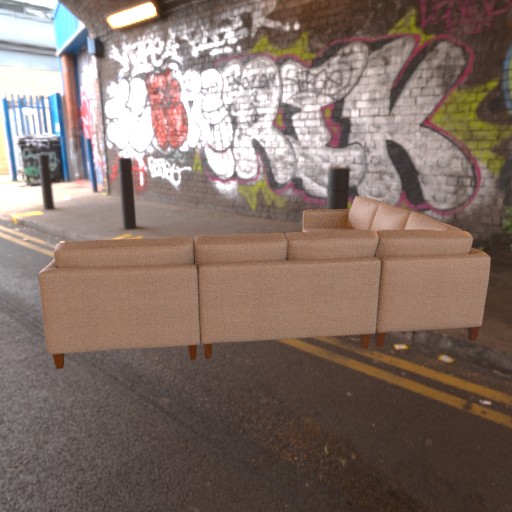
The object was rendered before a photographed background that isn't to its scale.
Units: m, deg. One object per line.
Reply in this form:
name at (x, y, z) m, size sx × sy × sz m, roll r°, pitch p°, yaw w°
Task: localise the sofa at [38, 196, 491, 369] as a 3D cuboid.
sofa at (0.000, 0.000, 4.565) m, size 3.460 × 0.961 × 2.594 m, roll -2°, pitch 15°, yaw -8°
